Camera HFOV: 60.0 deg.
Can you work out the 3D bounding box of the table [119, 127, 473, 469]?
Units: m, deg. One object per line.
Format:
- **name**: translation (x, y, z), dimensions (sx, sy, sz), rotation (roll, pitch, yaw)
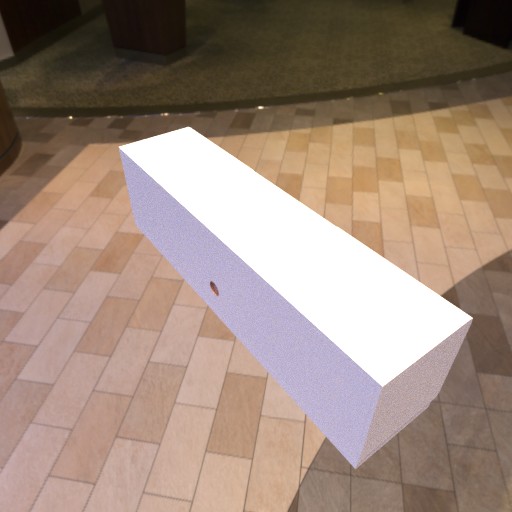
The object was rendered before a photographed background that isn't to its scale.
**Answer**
- **table**: translation (0.000, 0.000, 1.759), dimensions (0.400, 0.440, 1.550), rotation (-25, 46, -27)
